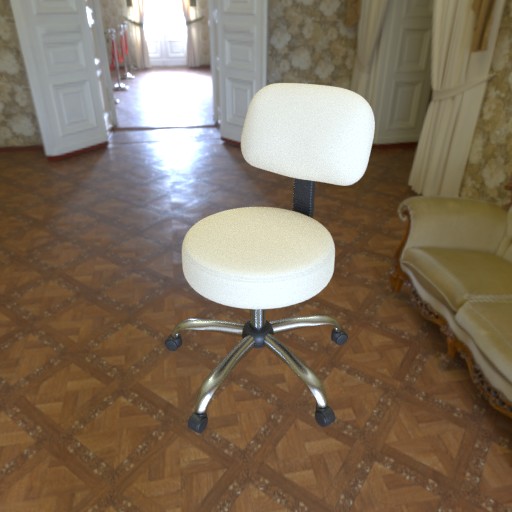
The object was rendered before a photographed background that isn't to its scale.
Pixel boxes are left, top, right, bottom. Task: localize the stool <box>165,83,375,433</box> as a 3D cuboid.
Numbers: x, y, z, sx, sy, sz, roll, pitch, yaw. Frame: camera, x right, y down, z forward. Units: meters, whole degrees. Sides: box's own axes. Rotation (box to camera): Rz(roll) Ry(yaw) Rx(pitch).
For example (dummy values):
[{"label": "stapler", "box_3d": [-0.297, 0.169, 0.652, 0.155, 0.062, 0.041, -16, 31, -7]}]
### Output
[{"label": "stool", "box_3d": [0.000, 0.000, 1.210, 0.609, 0.810, 0.616, 18, 34, 29]}]
